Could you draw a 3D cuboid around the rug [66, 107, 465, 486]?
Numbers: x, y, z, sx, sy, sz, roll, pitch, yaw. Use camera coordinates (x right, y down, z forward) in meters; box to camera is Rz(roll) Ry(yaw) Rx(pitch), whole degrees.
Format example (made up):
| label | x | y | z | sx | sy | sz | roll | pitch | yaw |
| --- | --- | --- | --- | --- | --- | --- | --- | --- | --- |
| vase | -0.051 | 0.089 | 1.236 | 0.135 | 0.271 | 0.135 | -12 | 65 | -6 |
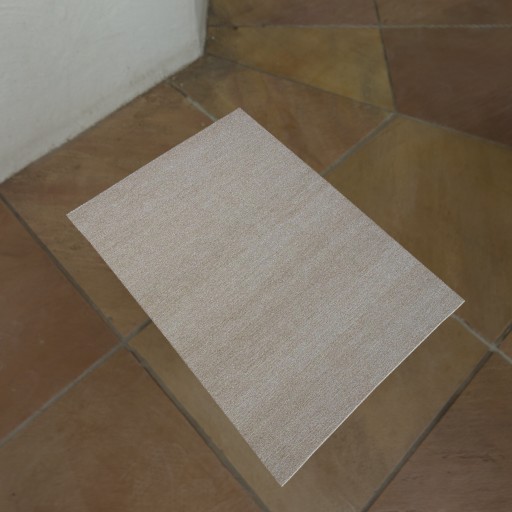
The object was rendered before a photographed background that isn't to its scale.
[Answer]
| label | x | y | z | sx | sy | sz | roll | pitch | yaw |
| --- | --- | --- | --- | --- | --- | --- | --- | --- | --- |
| rug | 0.000 | 0.000 | 3.780 | 2.032 | 0.038 | 2.869 | -37 | 68 | -18 |
